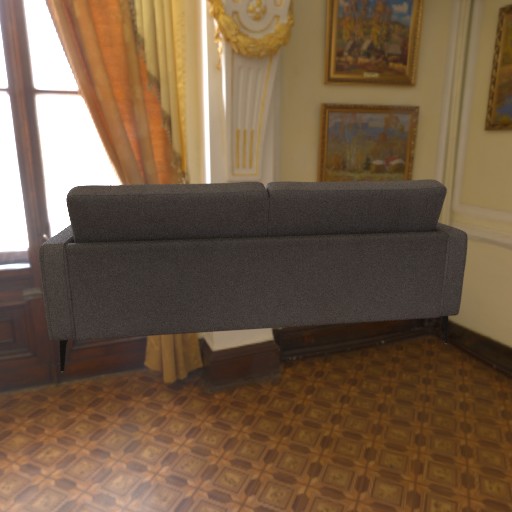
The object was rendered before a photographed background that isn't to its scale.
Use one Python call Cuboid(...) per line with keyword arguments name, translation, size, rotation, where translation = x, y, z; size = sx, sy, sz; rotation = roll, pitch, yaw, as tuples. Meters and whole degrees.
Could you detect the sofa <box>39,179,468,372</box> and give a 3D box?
Cuboid(name="sofa", translation=(0.000, 0.000, 2.346), size=(1.925, 0.828, 0.774), rotation=(-2, 15, -9))
